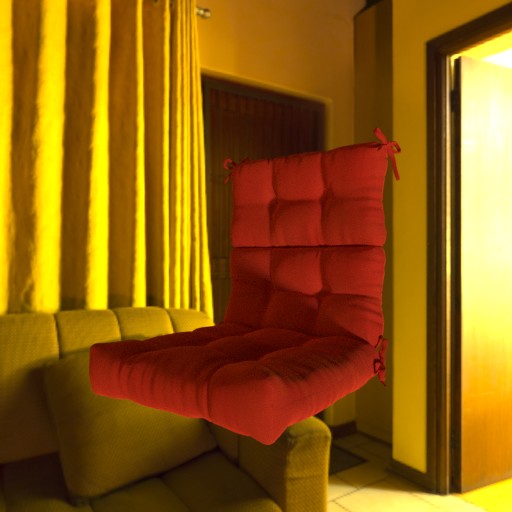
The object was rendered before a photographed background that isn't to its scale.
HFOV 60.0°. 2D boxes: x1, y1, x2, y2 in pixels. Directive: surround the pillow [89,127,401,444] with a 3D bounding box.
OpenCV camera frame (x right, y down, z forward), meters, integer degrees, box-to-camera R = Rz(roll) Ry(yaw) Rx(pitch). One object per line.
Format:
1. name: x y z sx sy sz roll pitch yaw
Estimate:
1. pillow: 0.000 0.000 1.007 0.519 0.605 0.571 0 0 36
